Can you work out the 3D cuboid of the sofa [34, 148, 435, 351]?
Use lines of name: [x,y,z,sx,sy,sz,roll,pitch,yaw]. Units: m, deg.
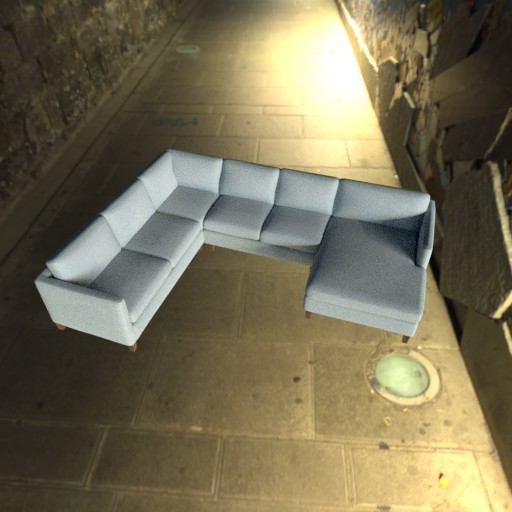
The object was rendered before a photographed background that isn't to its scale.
sofa: [0.000,0.000,4.607,3.403,0.889,2.551,13,42,14]
